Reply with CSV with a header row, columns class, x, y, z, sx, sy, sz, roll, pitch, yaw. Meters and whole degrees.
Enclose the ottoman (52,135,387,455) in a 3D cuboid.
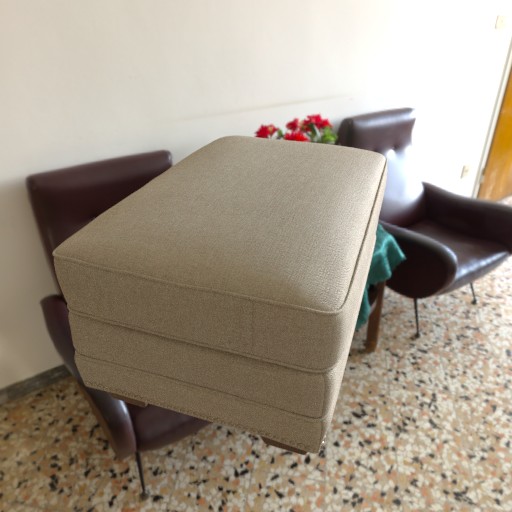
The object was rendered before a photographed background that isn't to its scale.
class,x,y,z,sx,sy,sz,roll,pitch,yaw
ottoman,0.000,0.000,1.127,0.559,0.458,0.813,10,31,17
